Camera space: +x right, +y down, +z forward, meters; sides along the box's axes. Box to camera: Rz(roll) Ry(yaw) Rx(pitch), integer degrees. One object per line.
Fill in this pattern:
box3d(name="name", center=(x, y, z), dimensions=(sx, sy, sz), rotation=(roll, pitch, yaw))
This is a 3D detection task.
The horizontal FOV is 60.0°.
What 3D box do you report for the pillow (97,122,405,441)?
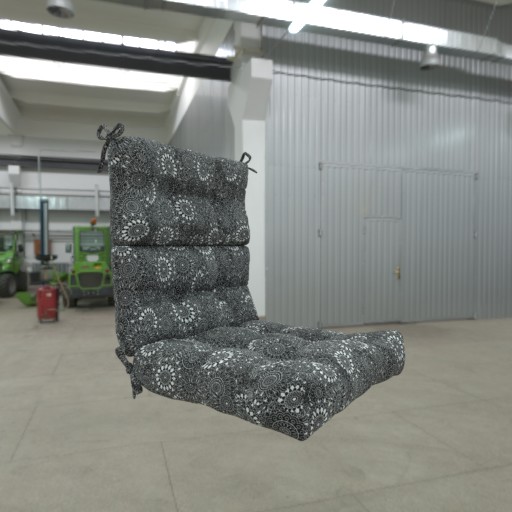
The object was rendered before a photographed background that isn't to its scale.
box3d(name="pillow", center=(0.000, 0.000, 1.039), dimensions=(0.571, 0.605, 0.519), rotation=(1, 2, 37))
